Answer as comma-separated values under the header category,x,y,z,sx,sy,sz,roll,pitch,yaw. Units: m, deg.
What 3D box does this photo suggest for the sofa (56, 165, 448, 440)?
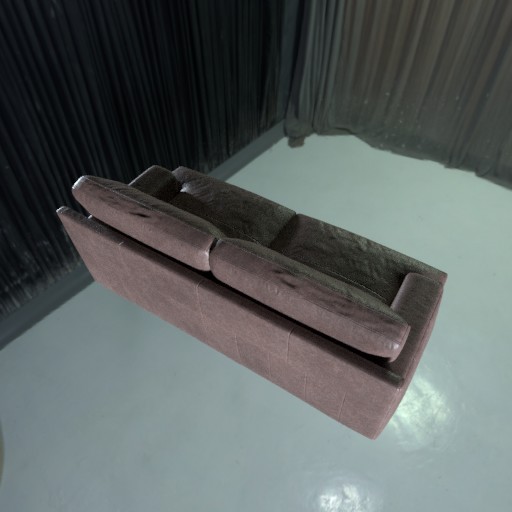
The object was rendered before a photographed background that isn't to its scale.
category,x,y,z,sx,sy,sz,roll,pitch,yaw
sofa,0.000,0.000,2.822,2.261,0.941,1.143,25,52,22
